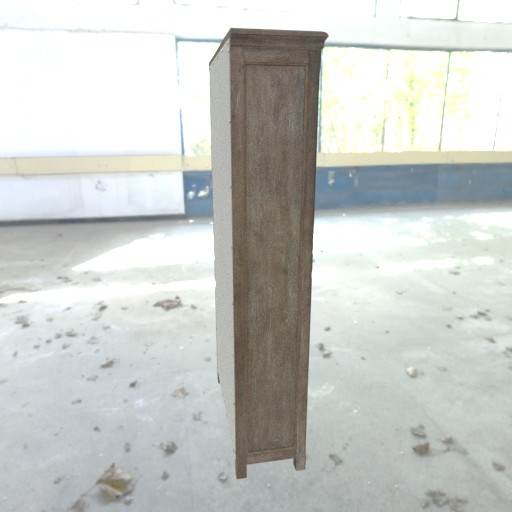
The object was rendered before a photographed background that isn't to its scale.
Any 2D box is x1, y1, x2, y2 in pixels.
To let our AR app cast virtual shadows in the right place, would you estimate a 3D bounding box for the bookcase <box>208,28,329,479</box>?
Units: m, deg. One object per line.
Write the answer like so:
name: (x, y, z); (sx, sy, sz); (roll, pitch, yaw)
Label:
bookcase: (0.000, 0.000, 2.208); (0.348, 1.880, 0.906); (-3, 17, -10)
